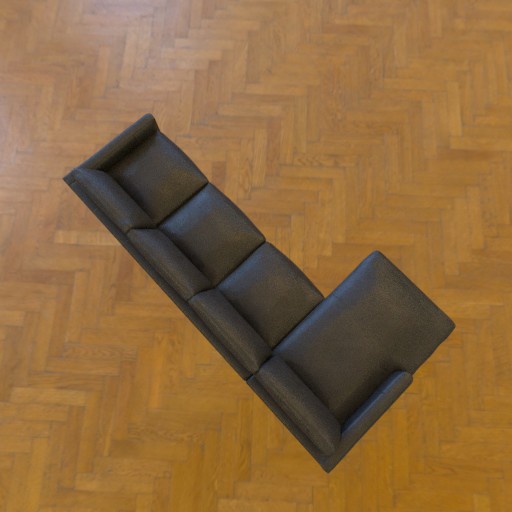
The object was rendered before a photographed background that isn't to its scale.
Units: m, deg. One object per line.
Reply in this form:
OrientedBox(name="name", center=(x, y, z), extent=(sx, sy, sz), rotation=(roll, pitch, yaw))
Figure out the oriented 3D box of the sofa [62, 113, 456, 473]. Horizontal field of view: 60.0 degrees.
OrientedBox(name="sofa", center=(0.000, 0.000, 3.603), extent=(1.471, 0.859, 2.993), rotation=(-42, 79, -10))
